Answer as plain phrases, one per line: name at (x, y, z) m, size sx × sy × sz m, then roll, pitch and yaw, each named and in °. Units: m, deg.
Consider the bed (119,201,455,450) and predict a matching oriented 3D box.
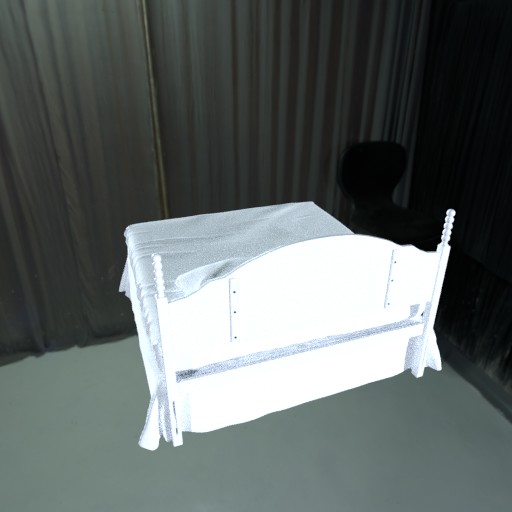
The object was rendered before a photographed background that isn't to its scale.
bed at (0.000, 0.000, 3.729) m, size 2.322 × 1.355 × 2.219 m, roll -9°, pitch 28°, yaw -18°
